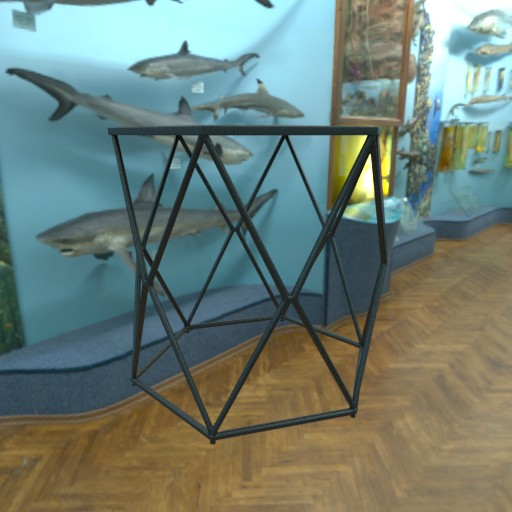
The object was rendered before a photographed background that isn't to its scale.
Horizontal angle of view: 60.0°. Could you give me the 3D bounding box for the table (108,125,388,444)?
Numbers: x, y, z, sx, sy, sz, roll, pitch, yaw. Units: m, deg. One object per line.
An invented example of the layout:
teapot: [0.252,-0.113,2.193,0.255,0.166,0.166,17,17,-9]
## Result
table: [0.000,0.000,1.012,0.578,0.564,0.579,15,21,43]
